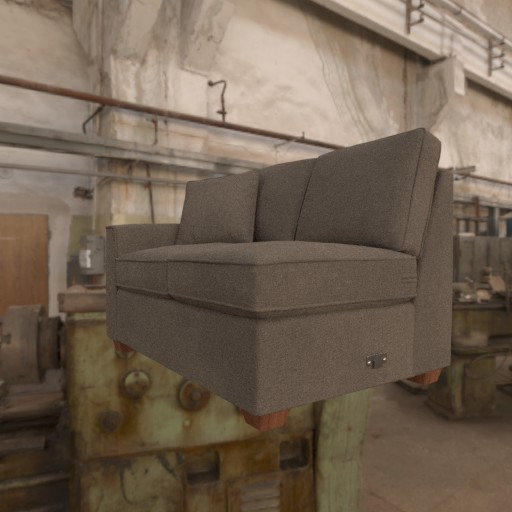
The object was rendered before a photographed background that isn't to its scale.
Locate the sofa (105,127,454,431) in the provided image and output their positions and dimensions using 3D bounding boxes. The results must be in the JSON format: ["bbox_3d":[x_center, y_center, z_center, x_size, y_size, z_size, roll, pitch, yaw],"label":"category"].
[{"bbox_3d":[0.000,0.000,2.022,0.991,0.989,1.388,-1,1,-35],"label":"sofa"}]
